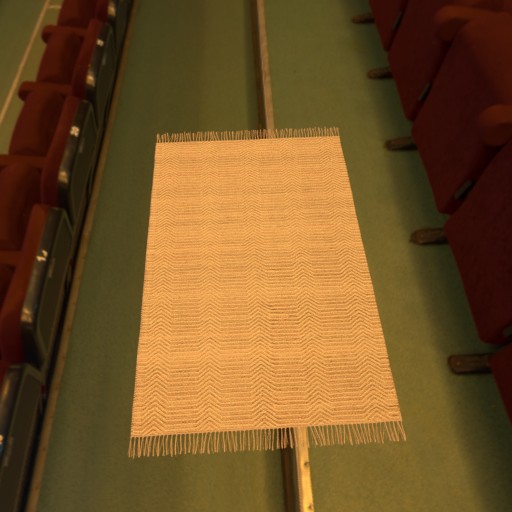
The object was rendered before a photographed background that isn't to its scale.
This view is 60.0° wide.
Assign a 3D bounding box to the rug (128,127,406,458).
[{"bbox_3d":[0.000,0.000,2.468,1.224,0.027,2.021,-3,58,-2],"label":"rug"}]
